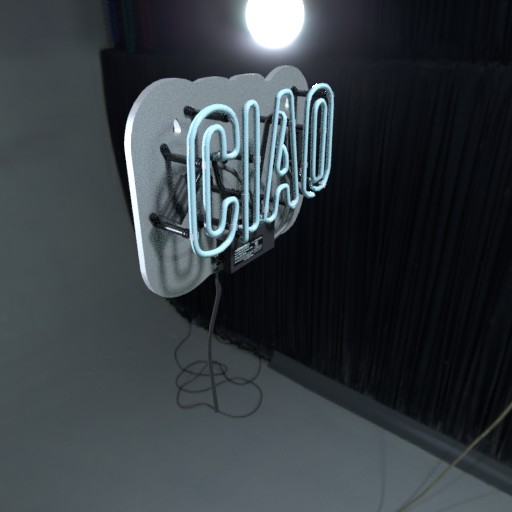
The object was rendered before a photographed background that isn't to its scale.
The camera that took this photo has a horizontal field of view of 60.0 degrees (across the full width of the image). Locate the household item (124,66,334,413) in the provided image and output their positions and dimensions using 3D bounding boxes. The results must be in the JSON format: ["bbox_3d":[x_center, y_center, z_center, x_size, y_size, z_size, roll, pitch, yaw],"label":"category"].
[{"bbox_3d":[0.000,0.000,0.383,0.042,0.294,0.211,18,32,32],"label":"household item"}]
